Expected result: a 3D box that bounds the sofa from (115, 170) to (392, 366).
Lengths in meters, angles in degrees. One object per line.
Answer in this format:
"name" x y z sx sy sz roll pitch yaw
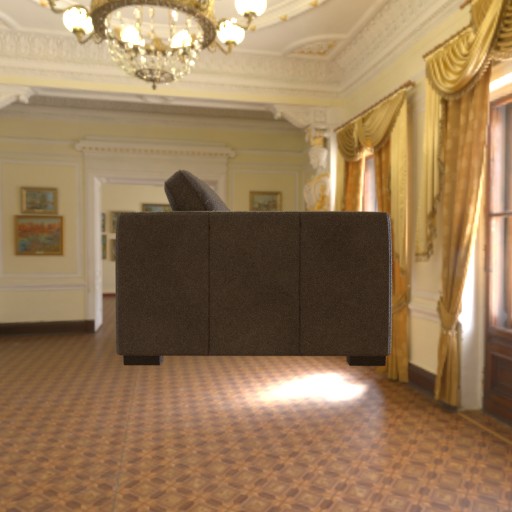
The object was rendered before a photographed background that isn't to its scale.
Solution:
"sofa" 0.000 0.000 2.779 1.070 0.801 2.262 0 1 1
